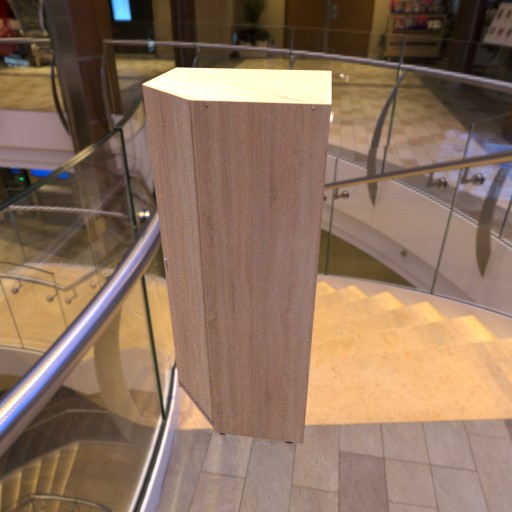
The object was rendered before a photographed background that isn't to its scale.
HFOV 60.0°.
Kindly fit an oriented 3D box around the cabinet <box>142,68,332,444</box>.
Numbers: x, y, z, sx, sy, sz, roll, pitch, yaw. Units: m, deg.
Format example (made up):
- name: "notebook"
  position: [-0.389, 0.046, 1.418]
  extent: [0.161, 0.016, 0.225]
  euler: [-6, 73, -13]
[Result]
- name: "cabinet"
  position: [0.000, 0.000, 2.840]
  extent: [1.094, 2.120, 1.327]
  euler: [-20, 36, -31]
